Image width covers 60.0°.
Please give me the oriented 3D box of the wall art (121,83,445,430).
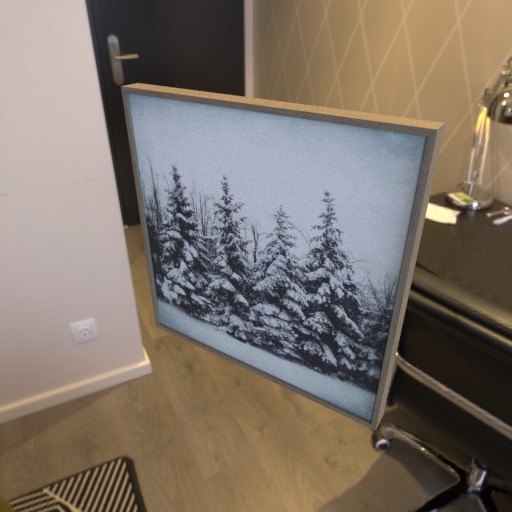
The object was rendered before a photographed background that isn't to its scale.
[{"bbox_3d":[0.000,0.000,0.755,0.507,0.507,0.037,18,35,28],"label":"wall art"}]
